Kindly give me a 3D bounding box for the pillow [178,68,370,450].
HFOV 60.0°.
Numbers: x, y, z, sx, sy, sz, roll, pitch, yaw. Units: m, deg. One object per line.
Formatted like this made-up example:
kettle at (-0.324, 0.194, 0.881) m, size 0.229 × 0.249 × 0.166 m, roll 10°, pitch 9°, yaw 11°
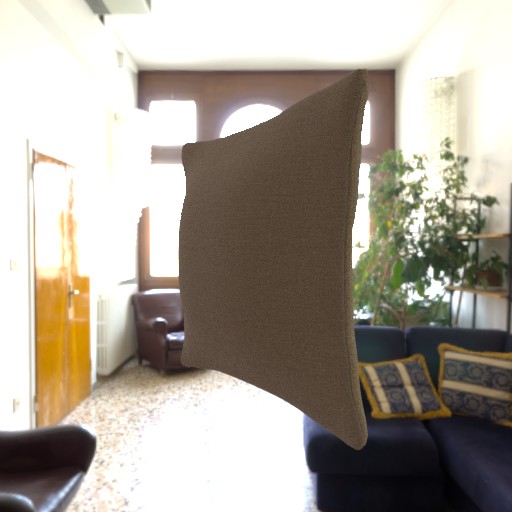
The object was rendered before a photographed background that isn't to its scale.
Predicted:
pillow at (0.000, 0.000, 0.659) m, size 0.189 × 0.416 × 0.435 m, roll -1°, pitch 1°, yaw -35°
